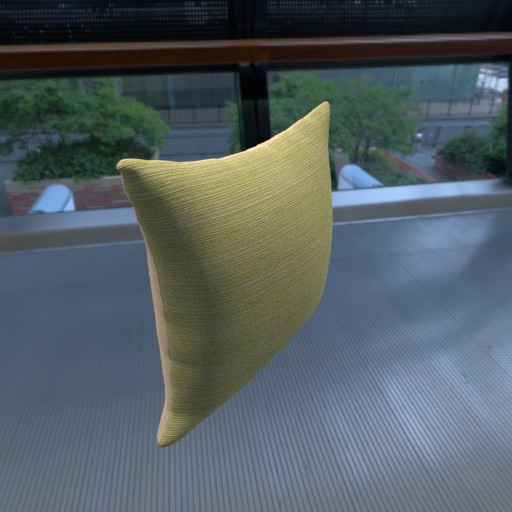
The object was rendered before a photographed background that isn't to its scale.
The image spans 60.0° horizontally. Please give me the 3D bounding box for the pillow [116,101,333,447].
[{"bbox_3d":[0.000,0.000,0.820,0.229,0.487,0.560,18,32,30],"label":"pillow"}]
